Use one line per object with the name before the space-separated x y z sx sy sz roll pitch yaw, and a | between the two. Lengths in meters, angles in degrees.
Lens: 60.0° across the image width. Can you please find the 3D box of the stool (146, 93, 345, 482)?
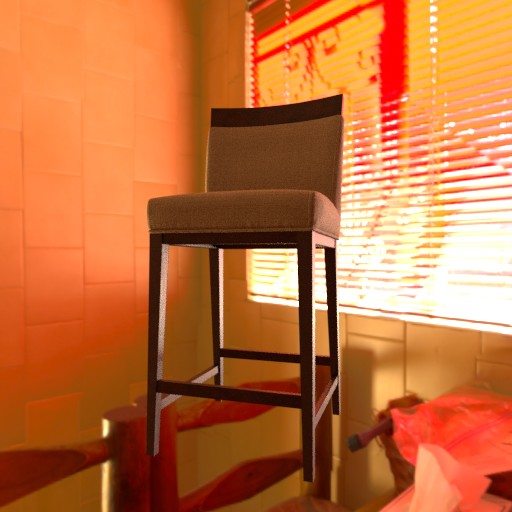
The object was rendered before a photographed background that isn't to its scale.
stool | 0.000 0.000 1.280 0.463 1.011 0.480 0 0 18
